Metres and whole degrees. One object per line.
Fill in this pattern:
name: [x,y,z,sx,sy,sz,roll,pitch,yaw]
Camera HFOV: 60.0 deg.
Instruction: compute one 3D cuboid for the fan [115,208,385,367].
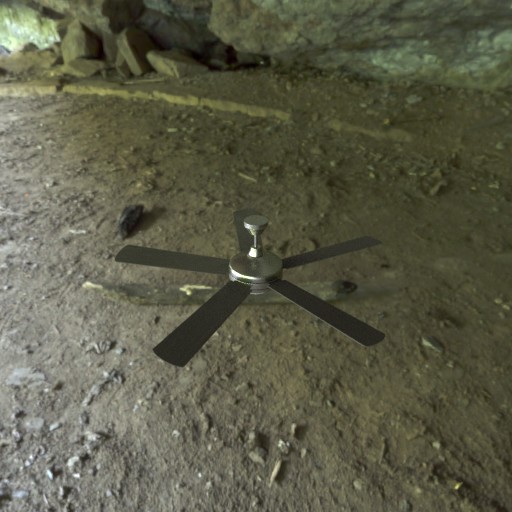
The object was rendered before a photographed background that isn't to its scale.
fan: [0.000,0.000,2.009,1.321,0.356,1.321,22,36,33]
